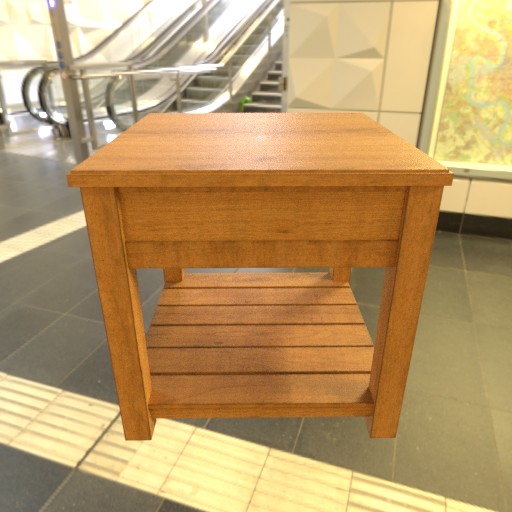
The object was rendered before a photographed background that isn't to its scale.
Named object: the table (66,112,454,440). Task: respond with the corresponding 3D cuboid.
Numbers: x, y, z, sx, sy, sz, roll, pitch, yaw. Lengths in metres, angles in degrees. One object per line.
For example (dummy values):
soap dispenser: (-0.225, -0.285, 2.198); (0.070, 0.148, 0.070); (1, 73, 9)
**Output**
table: (0.000, 0.000, 1.094); (0.612, 0.593, 0.616); (0, 26, -1)
